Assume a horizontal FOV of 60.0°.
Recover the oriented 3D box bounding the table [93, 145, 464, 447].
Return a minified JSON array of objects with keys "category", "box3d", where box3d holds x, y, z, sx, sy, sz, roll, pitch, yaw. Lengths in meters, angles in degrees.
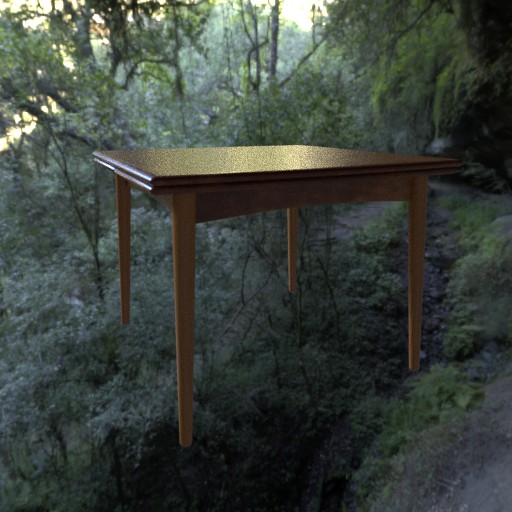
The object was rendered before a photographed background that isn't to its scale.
[{"category":"table","box3d":[0.000,0.000,1.688,0.991,0.754,0.991,-8,19,-25]}]
